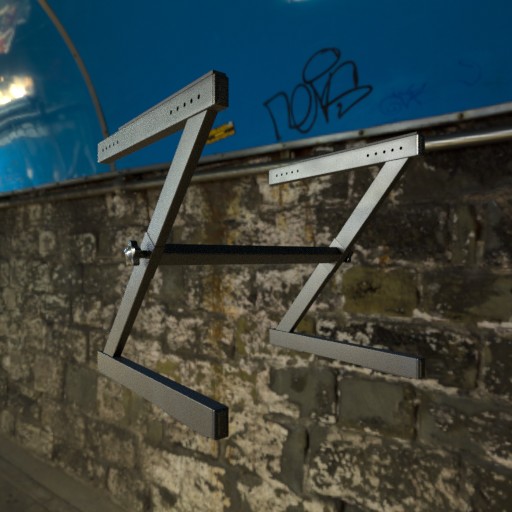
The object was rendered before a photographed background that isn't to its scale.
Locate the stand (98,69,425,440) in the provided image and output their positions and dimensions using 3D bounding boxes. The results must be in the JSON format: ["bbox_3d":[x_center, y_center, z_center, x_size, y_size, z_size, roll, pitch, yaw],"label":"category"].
[{"bbox_3d":[0.000,0.000,1.148,0.700,0.617,0.586,0,0,-38],"label":"stand"}]
